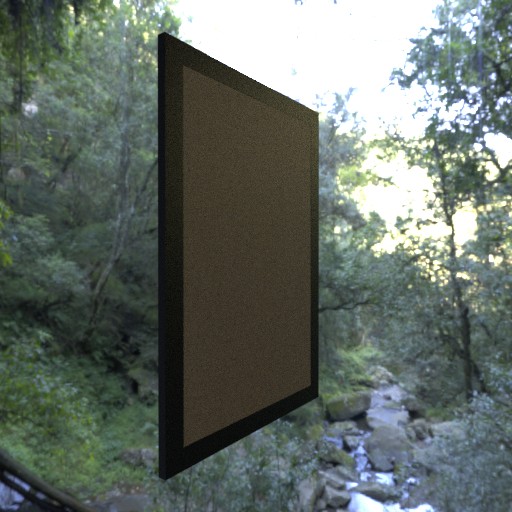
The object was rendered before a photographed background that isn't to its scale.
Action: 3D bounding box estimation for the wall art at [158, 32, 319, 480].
[{"bbox_3d":[0.000,0.000,0.683,0.013,0.534,0.381,0,1,36],"label":"wall art"}]
